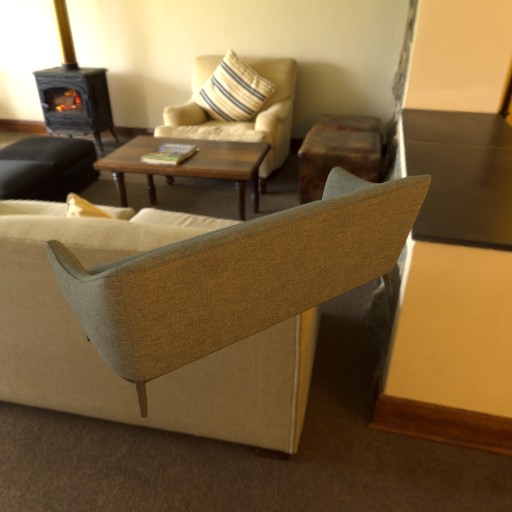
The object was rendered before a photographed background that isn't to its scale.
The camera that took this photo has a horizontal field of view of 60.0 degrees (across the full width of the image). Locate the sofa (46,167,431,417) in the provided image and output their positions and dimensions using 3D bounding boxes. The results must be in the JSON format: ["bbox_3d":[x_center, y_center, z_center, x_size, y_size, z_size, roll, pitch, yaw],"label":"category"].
[{"bbox_3d":[0.000,0.000,2.415,1.928,0.829,0.867,-19,35,-29],"label":"sofa"}]
